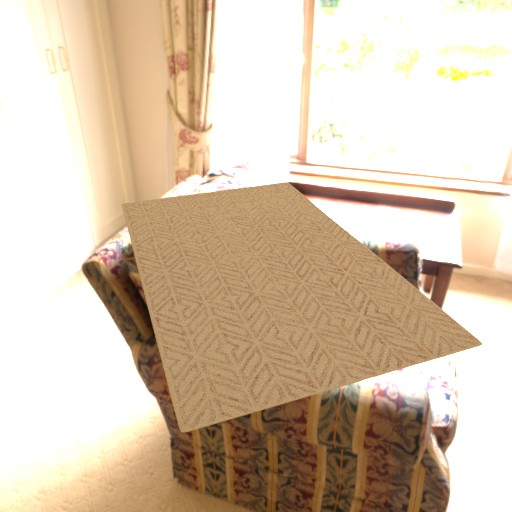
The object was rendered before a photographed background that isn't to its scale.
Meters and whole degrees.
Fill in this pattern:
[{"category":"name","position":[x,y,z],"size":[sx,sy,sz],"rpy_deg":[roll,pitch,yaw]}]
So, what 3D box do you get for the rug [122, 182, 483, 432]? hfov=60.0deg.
[{"category":"rug","position":[0.000,0.000,2.964],"size":[1.523,0.008,2.438],"rpy_deg":[-10,31,-17]}]
